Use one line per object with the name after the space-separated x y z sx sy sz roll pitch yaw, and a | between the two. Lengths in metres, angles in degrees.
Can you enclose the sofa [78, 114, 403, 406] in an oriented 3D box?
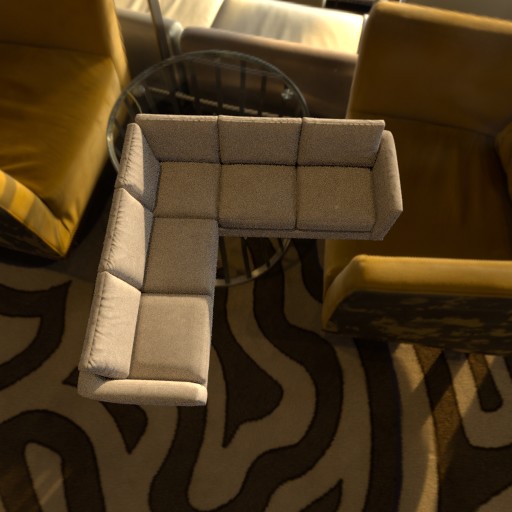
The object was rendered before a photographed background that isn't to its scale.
0.000 0.000 3.726 2.438 0.864 2.438 2 65 1 | sofa
